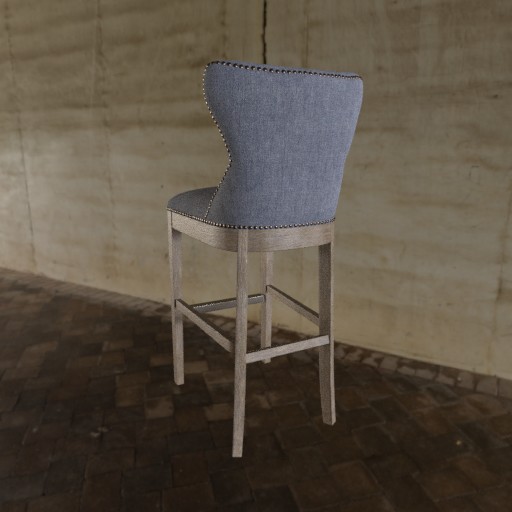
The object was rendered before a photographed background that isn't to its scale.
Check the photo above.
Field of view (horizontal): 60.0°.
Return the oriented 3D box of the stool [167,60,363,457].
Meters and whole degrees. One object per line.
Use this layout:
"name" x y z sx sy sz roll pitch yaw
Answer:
"stool" 0.000 0.000 1.490 0.494 1.123 0.606 -7 15 -27
